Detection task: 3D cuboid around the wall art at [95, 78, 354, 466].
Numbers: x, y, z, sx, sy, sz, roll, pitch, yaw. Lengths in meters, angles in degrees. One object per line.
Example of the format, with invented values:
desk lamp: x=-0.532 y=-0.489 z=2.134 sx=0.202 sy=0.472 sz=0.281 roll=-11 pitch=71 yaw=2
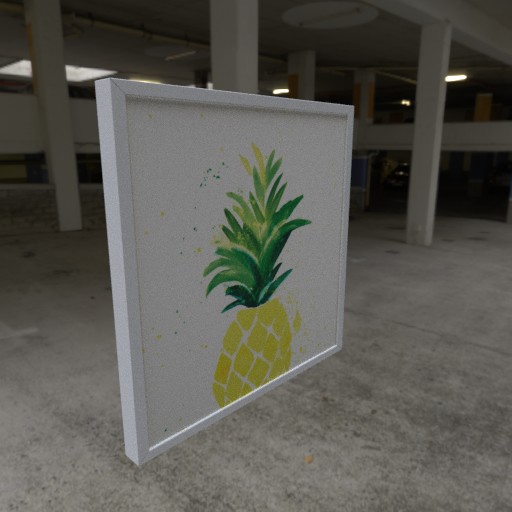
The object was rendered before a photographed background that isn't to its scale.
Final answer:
wall art: x=0.000 y=0.000 z=0.746 sx=0.035 sy=0.507 sz=0.508 roll=13 pitch=19 yaw=42
